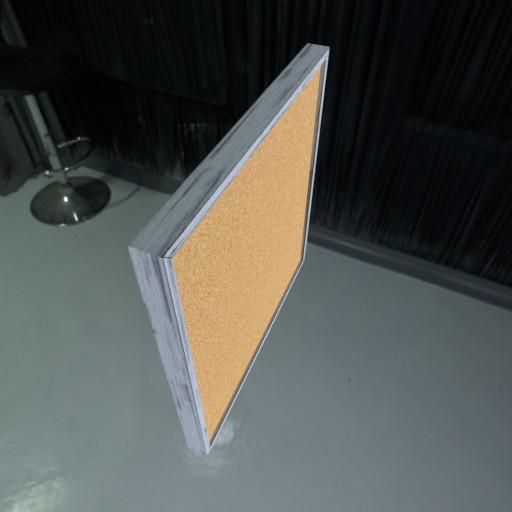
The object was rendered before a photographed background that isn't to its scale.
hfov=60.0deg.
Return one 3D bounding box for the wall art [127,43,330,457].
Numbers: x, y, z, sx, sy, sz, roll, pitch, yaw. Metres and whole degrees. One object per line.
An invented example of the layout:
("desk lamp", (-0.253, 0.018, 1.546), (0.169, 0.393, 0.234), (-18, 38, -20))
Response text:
("wall art", (0.000, 0.000, 0.744), (0.038, 0.506, 0.506), (18, 49, 16))
